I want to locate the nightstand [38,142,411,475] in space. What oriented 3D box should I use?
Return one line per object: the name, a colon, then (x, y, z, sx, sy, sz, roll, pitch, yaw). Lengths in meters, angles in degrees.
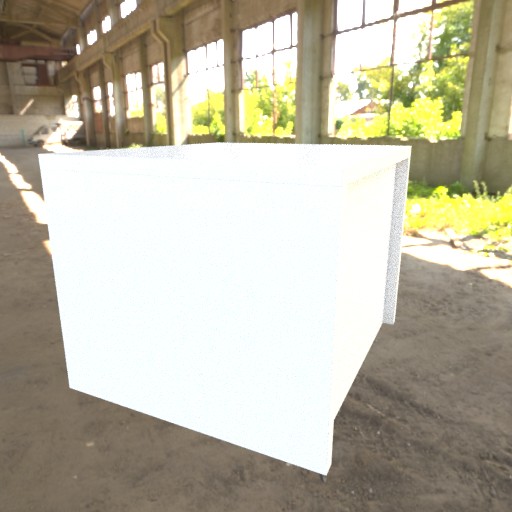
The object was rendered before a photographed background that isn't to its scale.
nightstand: (0.000, 0.000, 0.748, 0.408, 0.351, 0.470, 8, 18, 25)
